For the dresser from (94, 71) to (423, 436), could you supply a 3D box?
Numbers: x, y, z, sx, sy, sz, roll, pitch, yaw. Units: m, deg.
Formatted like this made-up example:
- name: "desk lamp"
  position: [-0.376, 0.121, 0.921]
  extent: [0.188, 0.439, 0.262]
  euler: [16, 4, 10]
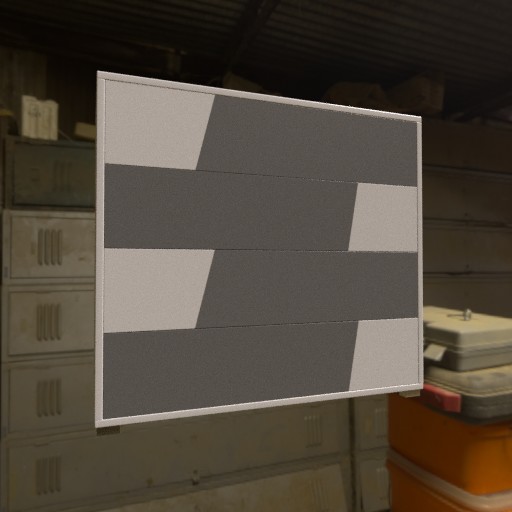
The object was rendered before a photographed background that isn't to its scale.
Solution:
- name: "dresser"
  position: [0.000, 0.000, 1.611]
  extent: [1.100, 1.000, 0.460]
  euler: [0, -1, -20]
